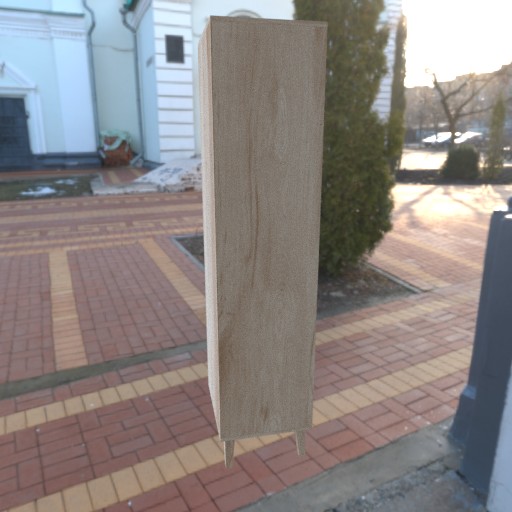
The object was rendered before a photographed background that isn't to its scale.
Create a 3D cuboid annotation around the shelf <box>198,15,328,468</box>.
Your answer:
[{"bbox_3d":[0.000,0.000,2.142,0.450,1.960,0.510,-3,15,-12],"label":"shelf"}]
